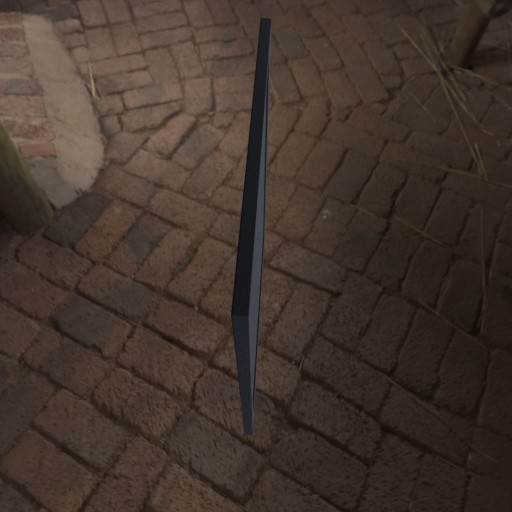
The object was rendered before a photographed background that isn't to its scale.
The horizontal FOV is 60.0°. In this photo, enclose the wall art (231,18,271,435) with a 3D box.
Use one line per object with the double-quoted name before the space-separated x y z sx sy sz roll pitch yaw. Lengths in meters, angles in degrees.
"wall art" 0.000 0.000 0.494 0.010 0.361 0.311 3 58 2
